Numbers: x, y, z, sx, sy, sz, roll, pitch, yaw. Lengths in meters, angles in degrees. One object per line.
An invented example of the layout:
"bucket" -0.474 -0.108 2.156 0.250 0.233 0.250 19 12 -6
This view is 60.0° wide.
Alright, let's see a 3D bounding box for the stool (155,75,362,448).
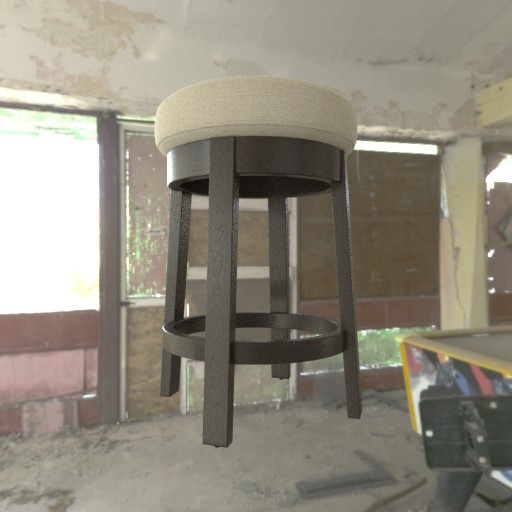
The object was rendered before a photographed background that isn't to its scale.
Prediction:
"stool" 0.000 0.000 0.965 0.449 0.655 0.449 0 1 0
